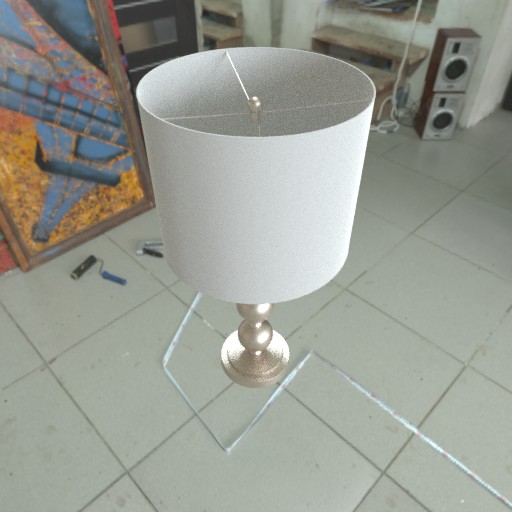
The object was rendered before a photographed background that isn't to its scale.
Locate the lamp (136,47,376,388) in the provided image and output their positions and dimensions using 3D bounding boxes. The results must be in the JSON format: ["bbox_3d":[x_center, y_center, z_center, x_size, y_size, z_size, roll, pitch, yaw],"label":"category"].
[{"bbox_3d":[0.000,0.000,0.695,0.277,0.538,0.277,11,43,12],"label":"lamp"}]
